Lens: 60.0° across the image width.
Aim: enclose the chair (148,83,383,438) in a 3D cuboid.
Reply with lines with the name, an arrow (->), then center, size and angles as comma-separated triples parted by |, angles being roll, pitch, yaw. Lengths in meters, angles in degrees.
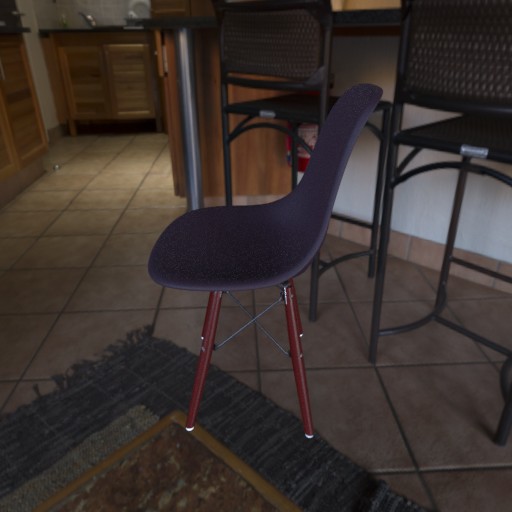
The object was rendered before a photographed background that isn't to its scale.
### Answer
chair -> 0.000, 0.000, 1.147 | 0.533, 0.826, 0.470 | 0, 28, 0
